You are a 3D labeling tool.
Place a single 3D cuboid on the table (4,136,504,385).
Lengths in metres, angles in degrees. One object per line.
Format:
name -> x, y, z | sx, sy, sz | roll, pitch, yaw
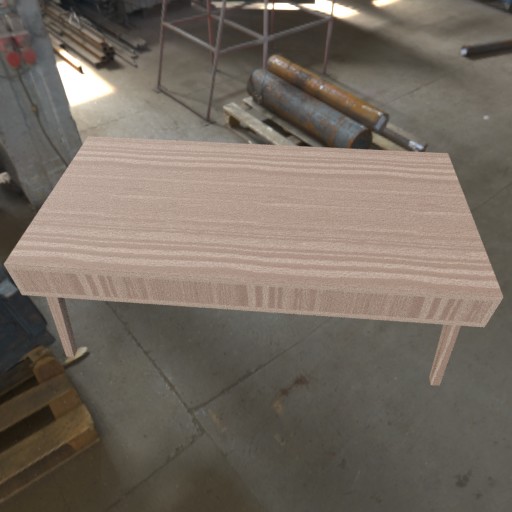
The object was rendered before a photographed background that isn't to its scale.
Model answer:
table -> 0.000, 0.000, 1.427 | 1.200, 0.450, 0.600 | 4, 46, 3
